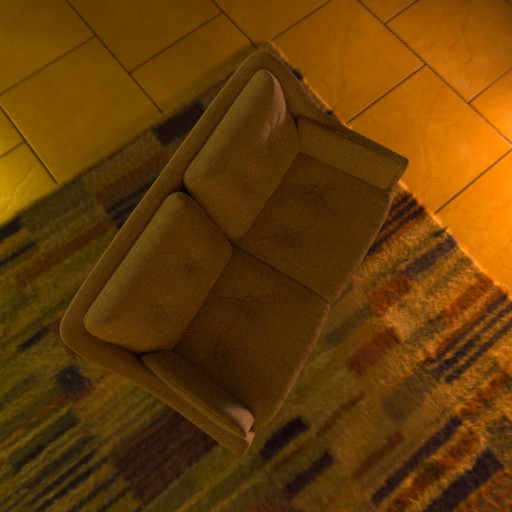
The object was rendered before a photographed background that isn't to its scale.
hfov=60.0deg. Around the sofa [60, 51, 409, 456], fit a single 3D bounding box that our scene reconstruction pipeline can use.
[{"bbox_3d":[0.000,0.000,2.239,0.965,0.888,1.652,30,77,8],"label":"sofa"}]
